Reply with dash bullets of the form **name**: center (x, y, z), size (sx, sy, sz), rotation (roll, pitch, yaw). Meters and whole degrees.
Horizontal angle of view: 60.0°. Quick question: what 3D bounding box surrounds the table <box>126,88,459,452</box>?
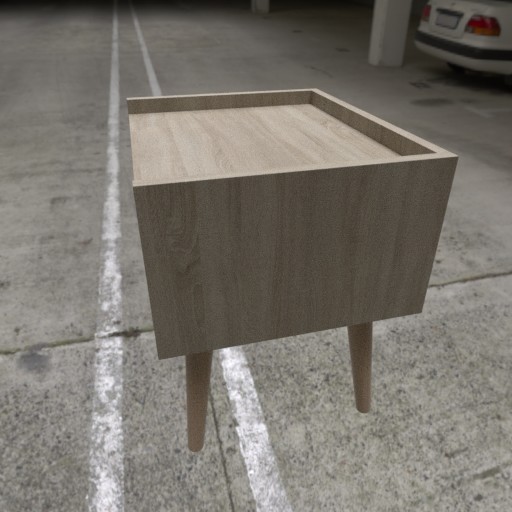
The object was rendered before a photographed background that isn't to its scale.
- **table**: center (0.000, 0.000, 0.782), size (0.370, 0.470, 0.450), rotation (-8, 31, -13)
